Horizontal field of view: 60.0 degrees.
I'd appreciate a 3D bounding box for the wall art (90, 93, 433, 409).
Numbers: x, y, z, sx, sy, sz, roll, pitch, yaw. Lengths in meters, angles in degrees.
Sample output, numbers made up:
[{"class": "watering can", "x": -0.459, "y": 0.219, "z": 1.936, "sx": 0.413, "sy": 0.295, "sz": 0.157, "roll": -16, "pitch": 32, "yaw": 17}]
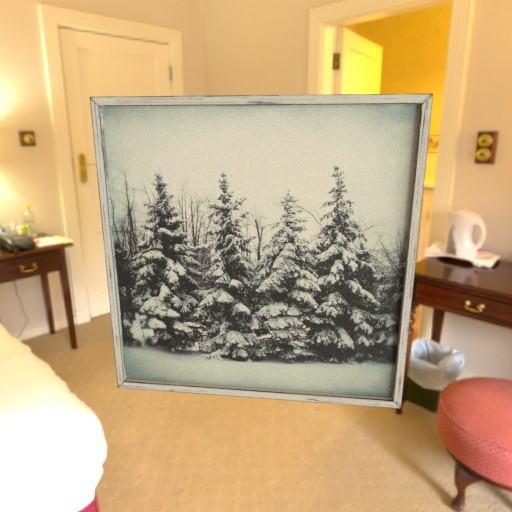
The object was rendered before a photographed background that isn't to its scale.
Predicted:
[{"class": "wall art", "x": 0.000, "y": 0.000, "z": 0.447, "sx": 0.303, "sy": 0.303, "sz": 0.036, "roll": 2, "pitch": 16, "yaw": 7}]
